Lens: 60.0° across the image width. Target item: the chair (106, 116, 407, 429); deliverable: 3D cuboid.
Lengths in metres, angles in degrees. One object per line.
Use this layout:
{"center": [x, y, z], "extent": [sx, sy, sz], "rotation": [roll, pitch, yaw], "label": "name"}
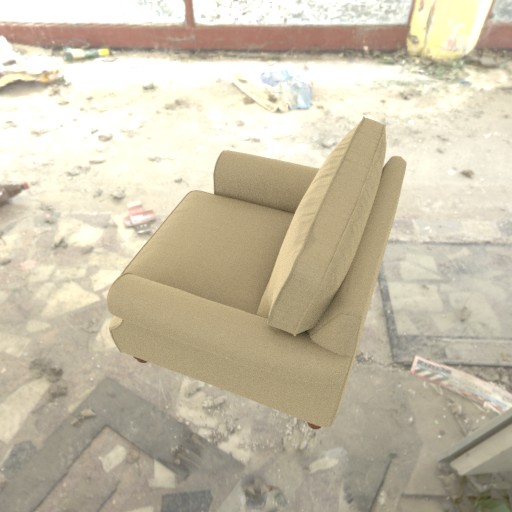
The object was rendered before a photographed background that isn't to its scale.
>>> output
{"center": [0.000, 0.000, 1.804], "extent": [0.966, 0.967, 1.029], "rotation": [16, 48, 15], "label": "chair"}
